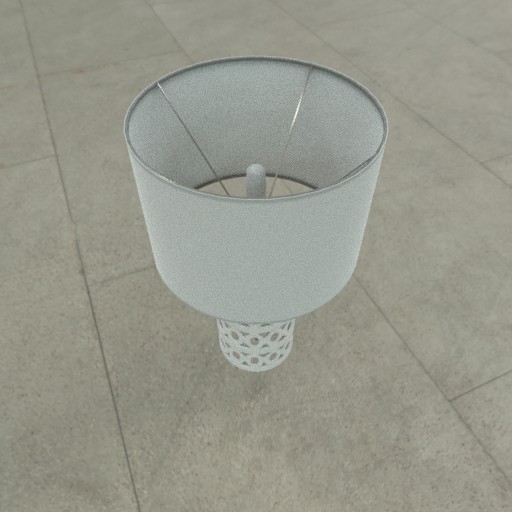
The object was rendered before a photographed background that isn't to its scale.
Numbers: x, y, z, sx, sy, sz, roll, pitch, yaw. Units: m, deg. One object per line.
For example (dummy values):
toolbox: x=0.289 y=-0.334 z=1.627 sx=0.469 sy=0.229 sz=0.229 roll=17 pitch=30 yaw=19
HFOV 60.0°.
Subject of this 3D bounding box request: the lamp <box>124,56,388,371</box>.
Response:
lamp: x=0.000 y=0.000 z=0.708 sx=0.310 sy=0.502 sz=0.310 roll=0 pitch=48 yaw=0
